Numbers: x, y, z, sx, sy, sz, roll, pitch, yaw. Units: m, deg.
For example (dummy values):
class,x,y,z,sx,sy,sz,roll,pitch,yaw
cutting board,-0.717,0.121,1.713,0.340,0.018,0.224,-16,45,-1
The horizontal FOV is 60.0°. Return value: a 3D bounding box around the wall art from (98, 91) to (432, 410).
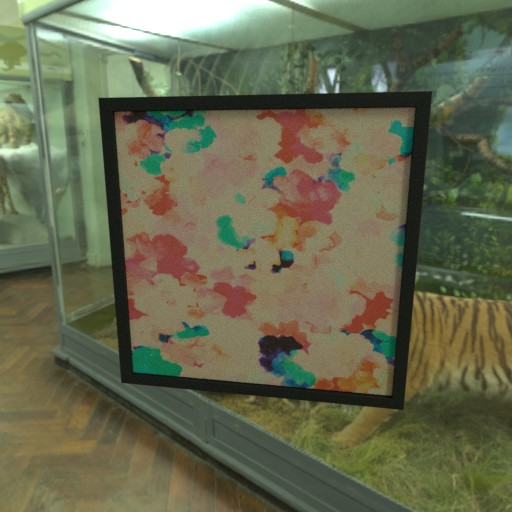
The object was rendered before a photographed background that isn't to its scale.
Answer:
class,x,y,z,sx,sy,sz,roll,pitch,yaw
wall art,0.000,0.000,0.445,0.306,0.304,0.015,2,14,10
